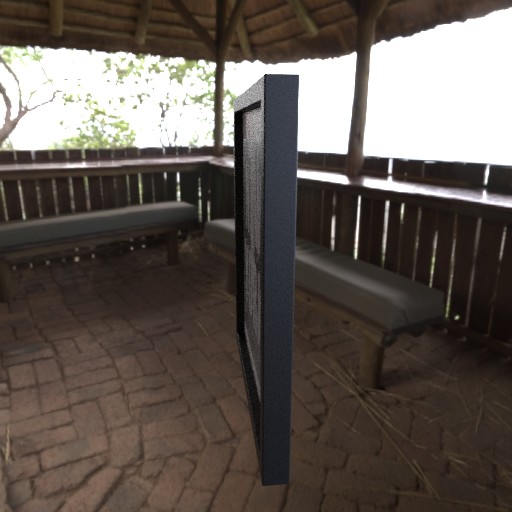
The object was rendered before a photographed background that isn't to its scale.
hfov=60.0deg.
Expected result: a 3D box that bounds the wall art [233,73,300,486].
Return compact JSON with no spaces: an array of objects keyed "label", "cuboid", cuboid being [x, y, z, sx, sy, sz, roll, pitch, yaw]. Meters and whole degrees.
[{"label":"wall art","cuboid":[0.000,0.000,0.544,0.028,0.381,0.328,-2,16,-7]}]
